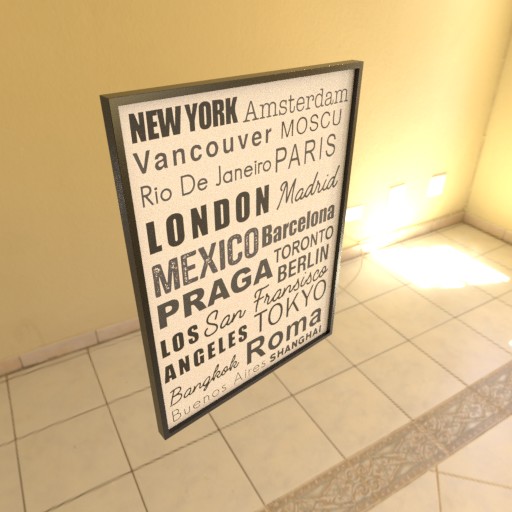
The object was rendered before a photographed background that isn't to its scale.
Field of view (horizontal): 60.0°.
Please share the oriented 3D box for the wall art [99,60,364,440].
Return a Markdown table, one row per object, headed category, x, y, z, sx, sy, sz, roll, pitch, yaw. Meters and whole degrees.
| category | x | y | z | sx | sy | sz | roll | pitch | yaw |
| --- | --- | --- | --- | --- | --- | --- | --- | --- | --- |
| wall art | 0.000 | 0.000 | 1.367 | 0.788 | 1.046 | 0.043 | -23 | 38 | -33 |
